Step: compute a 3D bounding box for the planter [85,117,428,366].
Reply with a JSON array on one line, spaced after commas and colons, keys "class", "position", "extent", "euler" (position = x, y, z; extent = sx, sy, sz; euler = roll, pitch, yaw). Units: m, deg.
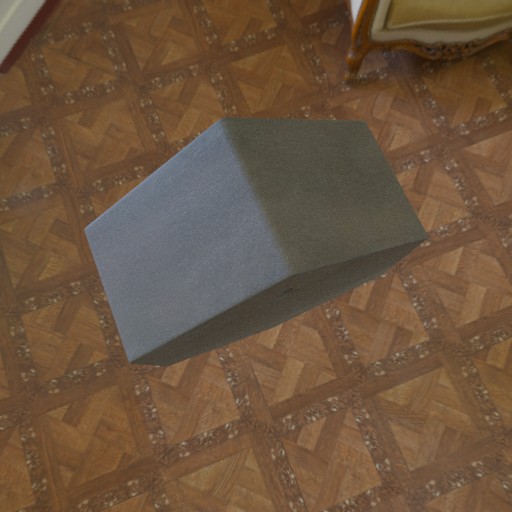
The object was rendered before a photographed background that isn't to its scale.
[{"class": "planter", "position": [0.000, 0.000, 0.284], "extent": [0.169, 0.206, 0.077], "euler": [-22, 76, -6]}]
